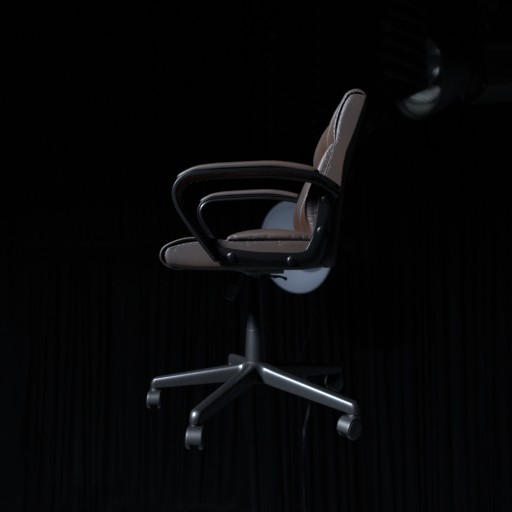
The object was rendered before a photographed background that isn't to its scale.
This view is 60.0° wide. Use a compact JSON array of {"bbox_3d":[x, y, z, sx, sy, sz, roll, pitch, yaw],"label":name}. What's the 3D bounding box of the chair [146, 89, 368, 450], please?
[{"bbox_3d":[0.000,0.000,1.489,0.717,1.004,0.739,0,0,0],"label":"chair"}]
